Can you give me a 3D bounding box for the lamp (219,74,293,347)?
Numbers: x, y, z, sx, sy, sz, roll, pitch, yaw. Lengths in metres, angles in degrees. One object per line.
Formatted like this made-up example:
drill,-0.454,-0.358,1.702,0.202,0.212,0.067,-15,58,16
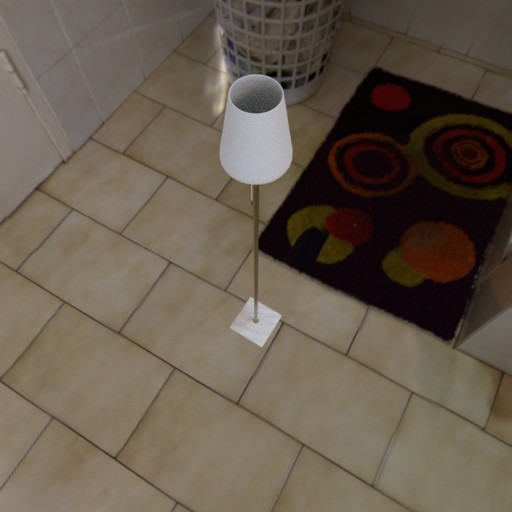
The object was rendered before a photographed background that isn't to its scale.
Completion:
lamp,0.000,0.000,1.930,0.229,1.813,0.232,29,67,14
